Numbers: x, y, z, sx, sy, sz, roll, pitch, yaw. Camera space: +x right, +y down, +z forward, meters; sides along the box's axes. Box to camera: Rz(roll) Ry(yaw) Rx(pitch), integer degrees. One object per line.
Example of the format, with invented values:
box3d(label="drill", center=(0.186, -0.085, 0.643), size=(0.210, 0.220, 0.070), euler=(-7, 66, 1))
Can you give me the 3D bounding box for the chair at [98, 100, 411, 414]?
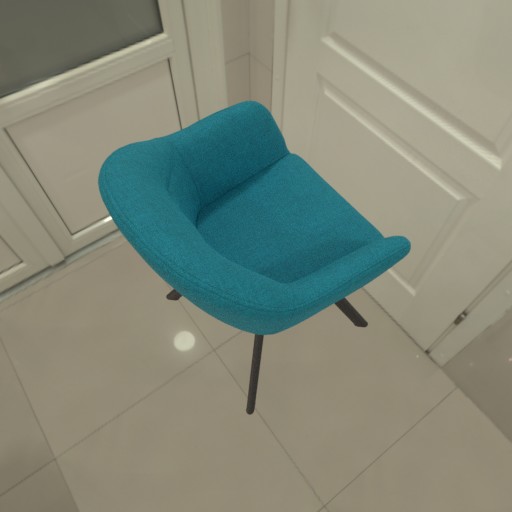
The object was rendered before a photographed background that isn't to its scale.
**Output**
box3d(label="chair", center=(0.000, 0.000, 1.126), size=(0.565, 0.775, 0.545), euler=(-32, 64, -18))
